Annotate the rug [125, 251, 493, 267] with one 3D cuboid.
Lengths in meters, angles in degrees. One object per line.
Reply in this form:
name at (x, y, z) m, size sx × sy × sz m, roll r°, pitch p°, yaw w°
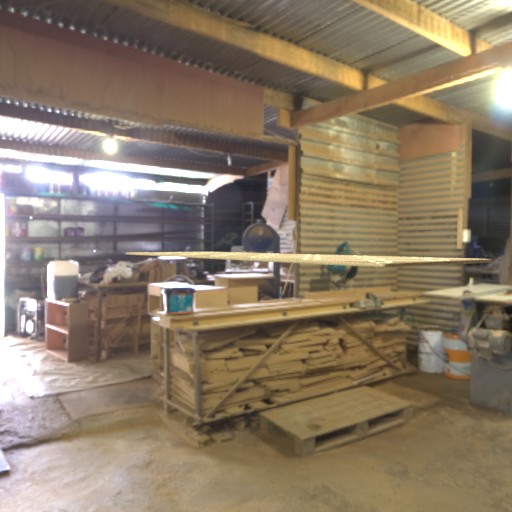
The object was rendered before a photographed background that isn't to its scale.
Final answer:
rug at (0.000, 0.000, 2.482) m, size 0.678 × 0.014 × 2.276 m, roll -1°, pitch 2°, yaw -36°
